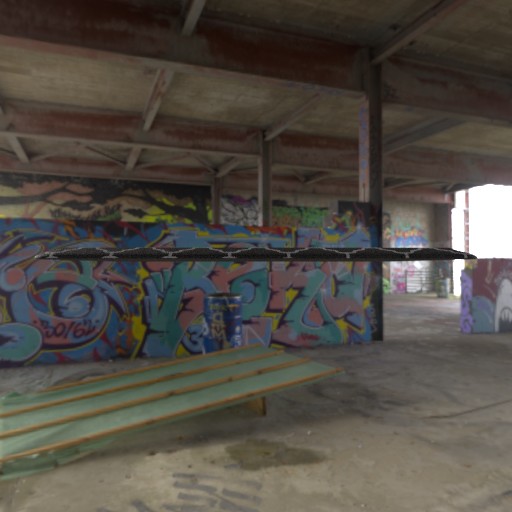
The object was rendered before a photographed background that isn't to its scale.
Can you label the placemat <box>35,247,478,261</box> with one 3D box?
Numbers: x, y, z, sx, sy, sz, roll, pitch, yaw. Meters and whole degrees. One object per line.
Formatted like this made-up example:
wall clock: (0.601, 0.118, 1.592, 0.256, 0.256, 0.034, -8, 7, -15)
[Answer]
placemat: (0.000, 0.000, 0.986, 0.762, 0.021, 0.508, 0, -1, -1)
